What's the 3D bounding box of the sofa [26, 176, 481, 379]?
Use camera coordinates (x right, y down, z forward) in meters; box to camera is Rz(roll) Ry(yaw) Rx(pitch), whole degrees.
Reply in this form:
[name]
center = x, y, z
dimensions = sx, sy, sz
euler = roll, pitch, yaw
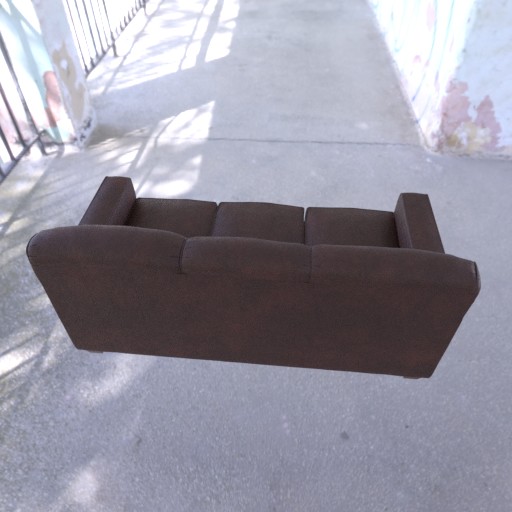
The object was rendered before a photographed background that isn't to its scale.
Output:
[sofa]
center = 0.000, 0.000, 2.544
dimensions = 2.039, 0.953, 1.008
euler = 4, 46, 4
